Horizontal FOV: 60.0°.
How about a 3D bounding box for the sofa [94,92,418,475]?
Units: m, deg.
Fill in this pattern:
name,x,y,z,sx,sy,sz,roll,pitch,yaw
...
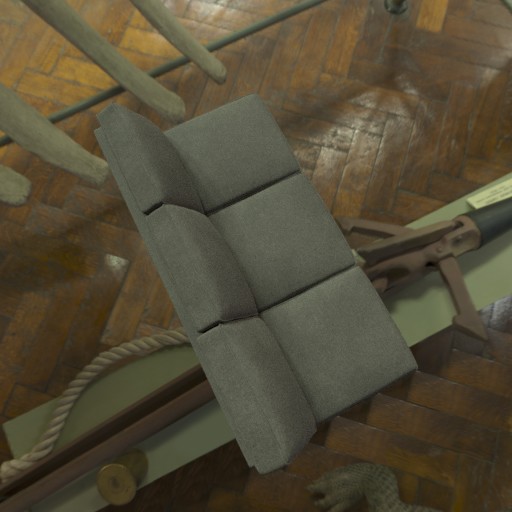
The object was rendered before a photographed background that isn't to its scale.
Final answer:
name,x,y,z,sx,sy,sz,roll,pitch,yaw
sofa,0.000,0.000,2.542,1.027,0.973,1.962,-26,77,-7
